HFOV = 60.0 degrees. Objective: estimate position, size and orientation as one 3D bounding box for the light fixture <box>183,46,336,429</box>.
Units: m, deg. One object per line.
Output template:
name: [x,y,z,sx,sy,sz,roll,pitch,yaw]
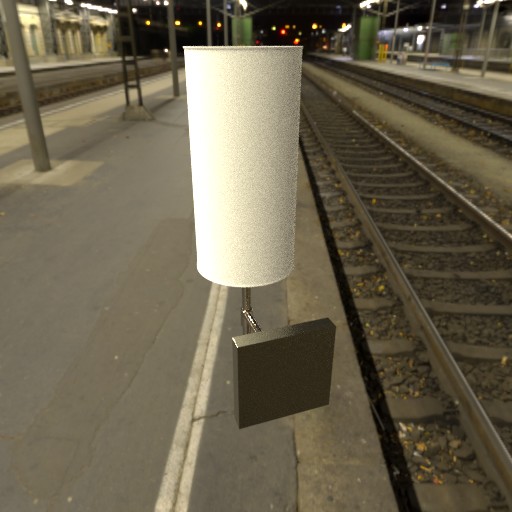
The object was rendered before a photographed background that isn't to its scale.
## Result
light fixture: [0.000,0.000,0.540,0.128,0.462,0.208,-9,27,-18]
